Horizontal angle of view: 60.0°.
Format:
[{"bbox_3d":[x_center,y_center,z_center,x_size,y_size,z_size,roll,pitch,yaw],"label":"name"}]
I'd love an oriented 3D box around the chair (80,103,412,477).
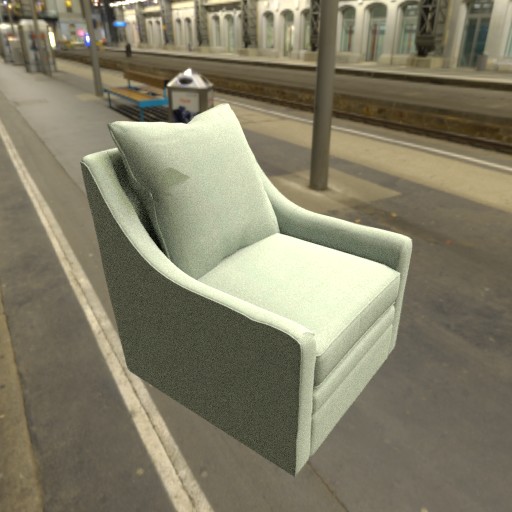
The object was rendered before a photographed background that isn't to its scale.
[{"bbox_3d":[0.000,0.000,1.577,0.870,0.926,0.760,19,32,33],"label":"chair"}]
